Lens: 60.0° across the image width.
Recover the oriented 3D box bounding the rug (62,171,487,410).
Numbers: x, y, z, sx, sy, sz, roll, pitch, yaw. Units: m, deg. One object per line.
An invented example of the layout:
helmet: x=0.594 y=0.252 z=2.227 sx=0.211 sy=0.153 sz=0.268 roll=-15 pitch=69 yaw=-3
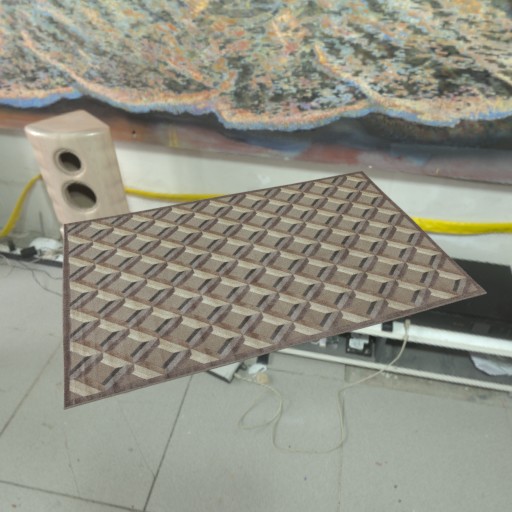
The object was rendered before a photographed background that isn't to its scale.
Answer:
rug: x=0.000 y=0.000 z=2.022 sx=1.677 sy=0.011 sz=1.066 roll=-12 pitch=42 yaw=-14
